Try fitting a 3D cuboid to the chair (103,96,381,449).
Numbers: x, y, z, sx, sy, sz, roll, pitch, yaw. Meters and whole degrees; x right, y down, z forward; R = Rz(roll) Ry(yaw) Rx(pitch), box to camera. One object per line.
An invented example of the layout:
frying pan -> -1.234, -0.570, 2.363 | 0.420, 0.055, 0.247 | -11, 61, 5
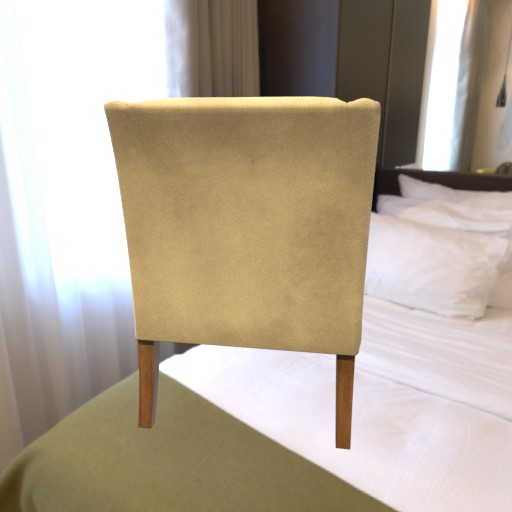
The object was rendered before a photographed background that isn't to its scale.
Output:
chair -> 0.000, 0.000, 1.362 | 0.629, 0.895, 0.629 | 3, 17, 8
